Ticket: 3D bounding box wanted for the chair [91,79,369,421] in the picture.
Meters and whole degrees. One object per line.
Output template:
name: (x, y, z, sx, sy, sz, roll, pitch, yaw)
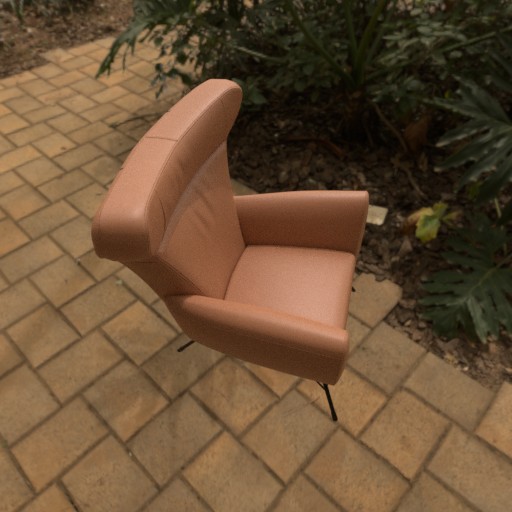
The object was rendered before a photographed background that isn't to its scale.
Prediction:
chair: (0.000, 0.000, 1.813, 0.900, 1.050, 0.980, 11, 47, 10)
